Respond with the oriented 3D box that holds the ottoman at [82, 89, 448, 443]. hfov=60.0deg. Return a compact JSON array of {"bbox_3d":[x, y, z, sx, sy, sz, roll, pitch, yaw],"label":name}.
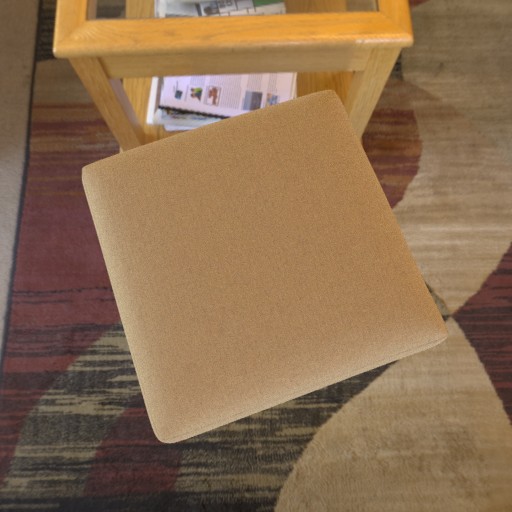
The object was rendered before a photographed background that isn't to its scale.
[{"bbox_3d":[0.000,0.000,1.660,1.041,0.470,1.041,-19,77,-5],"label":"ottoman"}]
